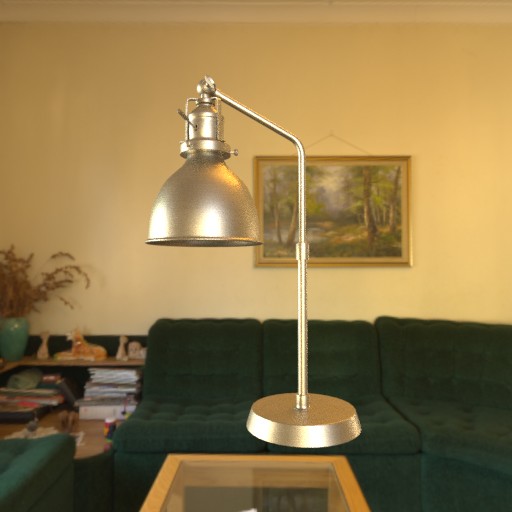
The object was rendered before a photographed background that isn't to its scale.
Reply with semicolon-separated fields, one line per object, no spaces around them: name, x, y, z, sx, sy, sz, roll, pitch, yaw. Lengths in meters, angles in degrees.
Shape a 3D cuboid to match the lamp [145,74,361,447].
lamp;0.000;0.000;0.587;0.286;0.456;0.153;1;-2;-17
